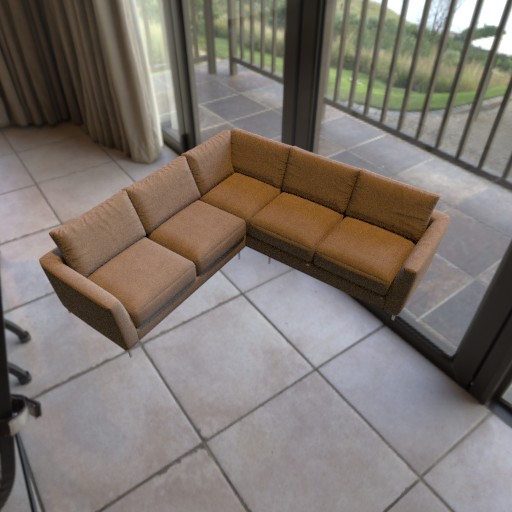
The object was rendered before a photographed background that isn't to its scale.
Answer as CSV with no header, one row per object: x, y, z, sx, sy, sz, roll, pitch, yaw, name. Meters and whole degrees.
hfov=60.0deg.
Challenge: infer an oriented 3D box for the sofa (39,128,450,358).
0.000,0.000,3.717,2.438,0.864,2.438,25,48,26,sofa
